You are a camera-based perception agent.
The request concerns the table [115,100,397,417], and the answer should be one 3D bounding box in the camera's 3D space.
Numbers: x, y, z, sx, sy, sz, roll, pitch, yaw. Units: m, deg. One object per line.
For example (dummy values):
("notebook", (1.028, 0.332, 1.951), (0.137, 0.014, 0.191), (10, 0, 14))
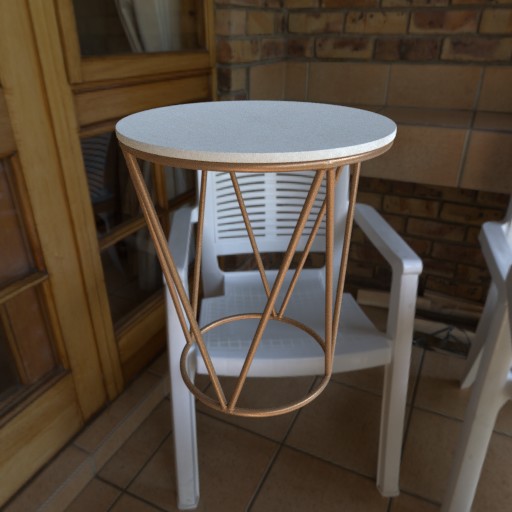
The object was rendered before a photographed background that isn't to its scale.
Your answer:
("table", (0.000, 0.000, 0.945), (0.500, 0.564, 0.500), (0, 27, 0))
